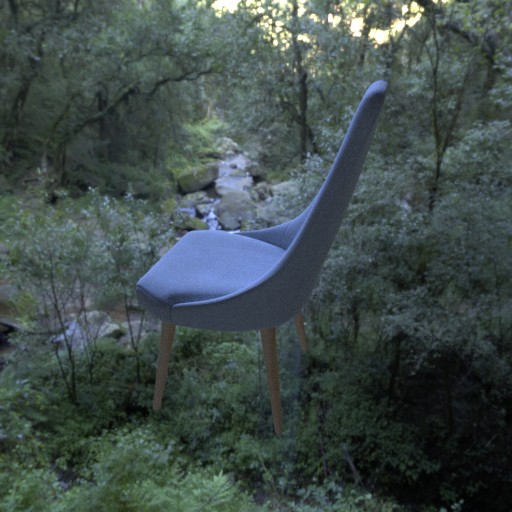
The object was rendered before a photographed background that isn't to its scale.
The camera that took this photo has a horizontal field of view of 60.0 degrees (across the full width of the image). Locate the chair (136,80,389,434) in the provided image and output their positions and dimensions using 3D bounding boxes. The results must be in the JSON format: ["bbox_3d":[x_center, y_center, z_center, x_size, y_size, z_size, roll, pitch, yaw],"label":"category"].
[{"bbox_3d":[0.000,0.000,1.391,0.660,1.040,0.510,8,30,15],"label":"chair"}]
